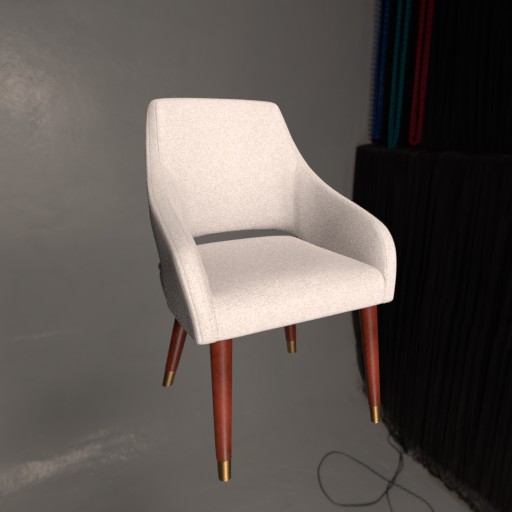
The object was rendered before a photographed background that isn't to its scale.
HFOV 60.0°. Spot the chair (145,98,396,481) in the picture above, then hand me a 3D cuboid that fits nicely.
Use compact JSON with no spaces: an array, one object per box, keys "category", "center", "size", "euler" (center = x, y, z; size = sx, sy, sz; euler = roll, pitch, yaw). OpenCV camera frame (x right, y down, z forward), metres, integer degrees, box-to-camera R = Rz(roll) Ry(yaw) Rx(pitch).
[{"category":"chair","center":[0.000,0.000,1.281],"size":[0.609,0.889,0.600],"euler":[-8,18,-26]}]
